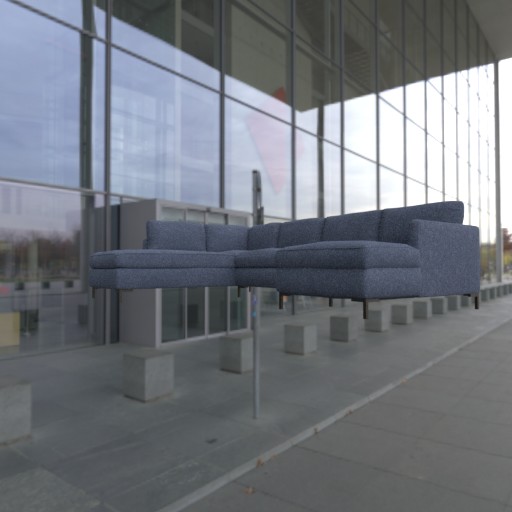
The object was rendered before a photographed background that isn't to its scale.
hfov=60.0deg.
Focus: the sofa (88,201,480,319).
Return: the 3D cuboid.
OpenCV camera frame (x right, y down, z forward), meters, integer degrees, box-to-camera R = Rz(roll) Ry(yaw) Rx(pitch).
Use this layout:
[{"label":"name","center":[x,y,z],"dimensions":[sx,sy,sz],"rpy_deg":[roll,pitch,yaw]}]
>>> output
[{"label":"sofa","center":[0.000,0.000,3.839],"dimensions":[2.007,0.813,2.956],"rpy_deg":[1,-2,-37]}]
